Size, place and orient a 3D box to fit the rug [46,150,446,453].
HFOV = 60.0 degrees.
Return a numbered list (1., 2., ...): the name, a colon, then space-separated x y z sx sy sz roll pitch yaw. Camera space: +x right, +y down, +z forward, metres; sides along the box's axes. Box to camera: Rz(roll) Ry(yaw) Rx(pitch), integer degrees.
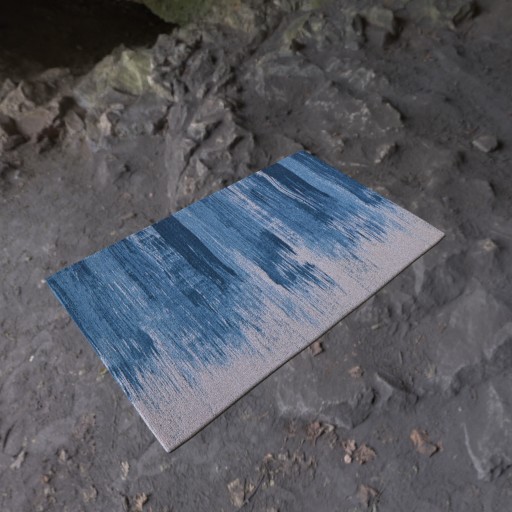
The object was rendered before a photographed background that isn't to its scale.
1. rug: 0.000 0.000 3.133 2.450 0.027 1.540 -31 53 -27
